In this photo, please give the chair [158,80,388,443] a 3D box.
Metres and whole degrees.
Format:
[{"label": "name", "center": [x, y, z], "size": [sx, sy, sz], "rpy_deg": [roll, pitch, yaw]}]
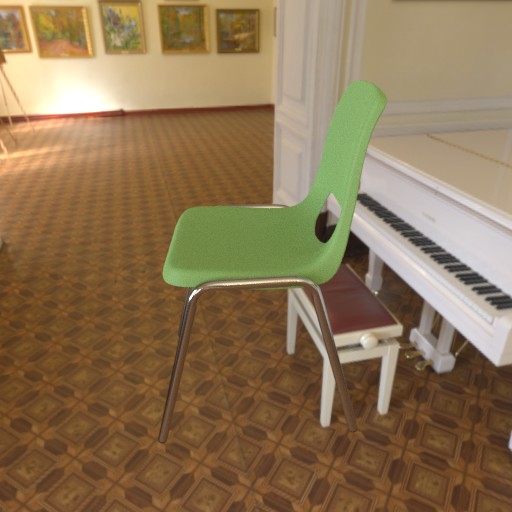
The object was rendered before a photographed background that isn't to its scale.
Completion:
[{"label": "chair", "center": [0.000, 0.000, 0.960], "size": [0.436, 0.704, 0.381], "rpy_deg": [-1, 28, -2]}]
